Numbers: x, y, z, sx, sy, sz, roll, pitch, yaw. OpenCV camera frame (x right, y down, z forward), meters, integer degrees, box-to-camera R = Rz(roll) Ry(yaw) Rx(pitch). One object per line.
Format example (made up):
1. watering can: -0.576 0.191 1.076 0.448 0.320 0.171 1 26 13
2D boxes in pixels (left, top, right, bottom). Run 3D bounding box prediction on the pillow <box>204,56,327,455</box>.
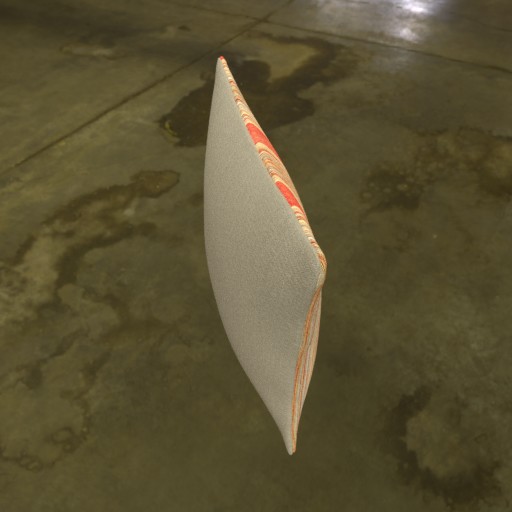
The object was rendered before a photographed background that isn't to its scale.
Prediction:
1. pillow: 0.000 0.000 0.652 0.136 0.419 0.437 -11 47 -10
